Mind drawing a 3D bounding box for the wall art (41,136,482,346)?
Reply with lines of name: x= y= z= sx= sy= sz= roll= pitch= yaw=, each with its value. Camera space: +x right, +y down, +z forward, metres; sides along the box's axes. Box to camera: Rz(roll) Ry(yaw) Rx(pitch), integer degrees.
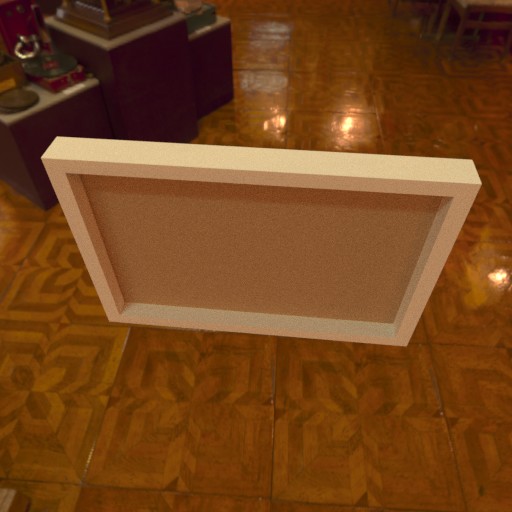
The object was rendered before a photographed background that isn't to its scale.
wall art: x=0.000 y=0.000 z=0.489 sx=0.384 sy=0.254 sz=0.039 roll=4 pitch=47 yaw=4
